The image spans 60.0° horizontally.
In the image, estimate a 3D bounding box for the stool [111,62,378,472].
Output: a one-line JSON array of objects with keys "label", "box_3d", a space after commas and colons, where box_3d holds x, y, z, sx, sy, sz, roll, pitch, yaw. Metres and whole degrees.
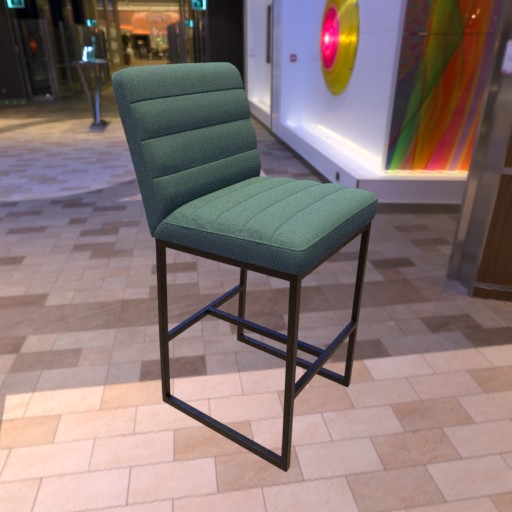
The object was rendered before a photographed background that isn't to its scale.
[{"label": "stool", "box_3d": [0.000, 0.000, 1.316, 0.560, 1.040, 0.460, 17, 30, 31]}]
